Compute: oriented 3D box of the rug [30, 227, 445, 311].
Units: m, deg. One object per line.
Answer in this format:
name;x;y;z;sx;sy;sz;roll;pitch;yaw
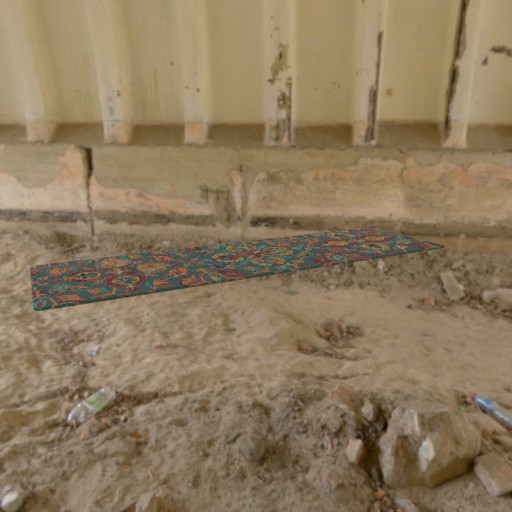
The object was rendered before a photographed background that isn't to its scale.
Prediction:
rug;0.000;0.000;2.508;2.286;0.013;0.686;-8;17;-26
